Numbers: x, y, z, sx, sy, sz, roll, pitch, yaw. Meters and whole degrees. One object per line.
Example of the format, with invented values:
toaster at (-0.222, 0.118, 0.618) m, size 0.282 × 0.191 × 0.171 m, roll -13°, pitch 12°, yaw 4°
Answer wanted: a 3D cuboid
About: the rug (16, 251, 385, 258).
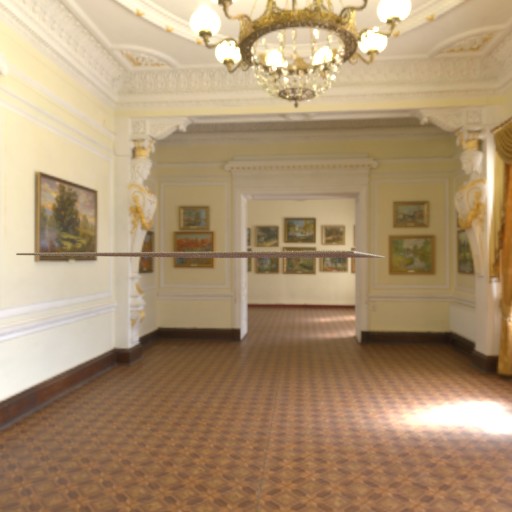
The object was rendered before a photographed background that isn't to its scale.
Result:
rug at (0.000, 0.000, 1.058) m, size 0.556 × 0.004 × 0.868 m, roll 0°, pitch -1°, yaw 19°
